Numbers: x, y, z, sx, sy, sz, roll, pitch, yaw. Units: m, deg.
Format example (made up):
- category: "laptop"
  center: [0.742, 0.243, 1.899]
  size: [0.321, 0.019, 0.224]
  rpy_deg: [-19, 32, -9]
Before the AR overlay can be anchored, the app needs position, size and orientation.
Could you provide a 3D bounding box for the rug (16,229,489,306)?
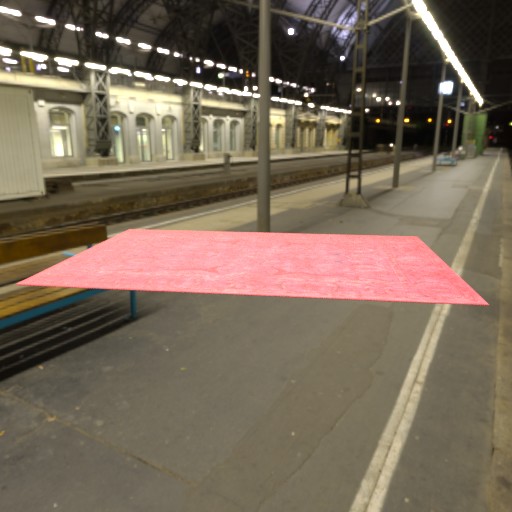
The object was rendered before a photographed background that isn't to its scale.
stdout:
- category: "rug"
  center: [0.000, 0.000, 2.981]
  size: [2.423, 0.010, 1.534]
  rpy_deg: [2, 15, 7]
